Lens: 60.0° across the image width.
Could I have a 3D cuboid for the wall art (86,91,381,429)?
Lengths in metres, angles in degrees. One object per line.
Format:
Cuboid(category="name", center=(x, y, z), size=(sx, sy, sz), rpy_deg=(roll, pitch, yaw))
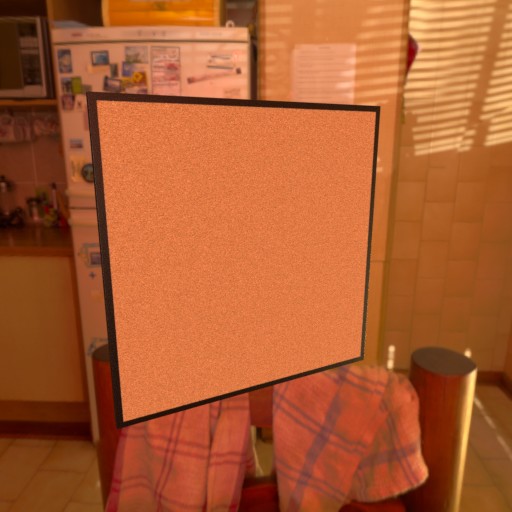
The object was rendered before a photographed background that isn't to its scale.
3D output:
Cuboid(category="wall art", center=(0.000, 0.000, 0.688), size=(0.457, 0.458, 0.012), rpy_deg=(-7, 16, -27))
